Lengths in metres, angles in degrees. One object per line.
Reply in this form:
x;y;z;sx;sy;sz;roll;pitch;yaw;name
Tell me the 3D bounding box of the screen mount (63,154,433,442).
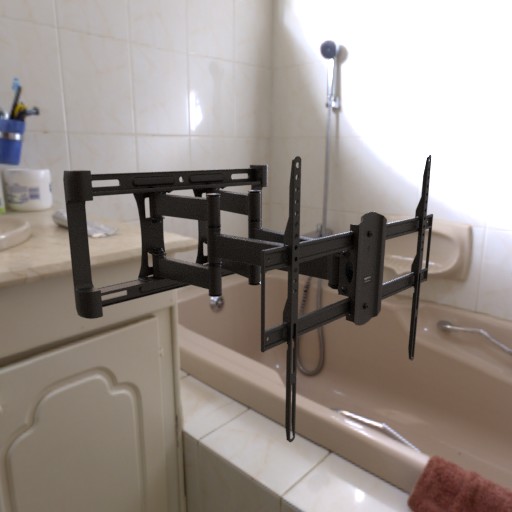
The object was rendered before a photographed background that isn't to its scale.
0.000;0.000;0.948;0.571;0.424;0.556;-13;18;-43;screen mount
